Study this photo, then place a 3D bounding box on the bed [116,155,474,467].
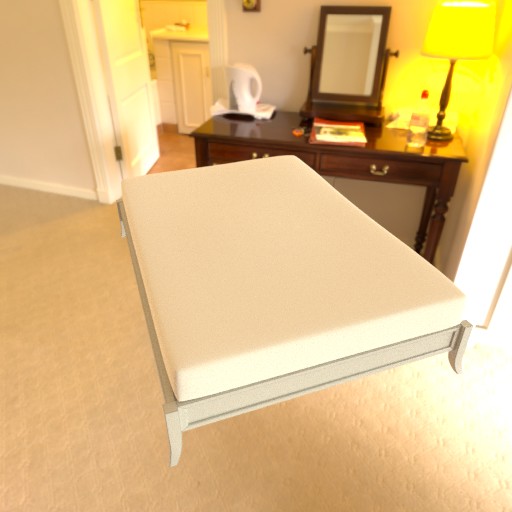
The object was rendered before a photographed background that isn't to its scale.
[{"bbox_3d":[0.000,0.000,2.638,1.460,0.510,1.985,-11,34,-17],"label":"bed"}]
